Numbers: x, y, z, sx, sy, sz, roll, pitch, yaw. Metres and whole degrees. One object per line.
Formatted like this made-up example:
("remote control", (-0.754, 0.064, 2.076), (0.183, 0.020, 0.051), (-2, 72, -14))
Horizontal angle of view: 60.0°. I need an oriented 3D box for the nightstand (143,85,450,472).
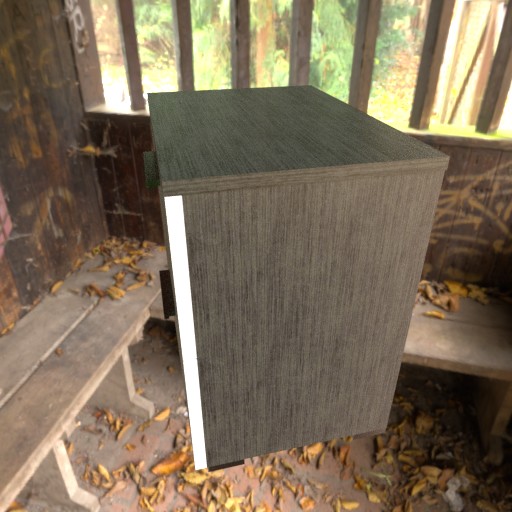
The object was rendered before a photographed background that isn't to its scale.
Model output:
("nightstand", (0.000, 0.000, 0.749), (0.325, 0.460, 0.441), (-7, 31, -12))
